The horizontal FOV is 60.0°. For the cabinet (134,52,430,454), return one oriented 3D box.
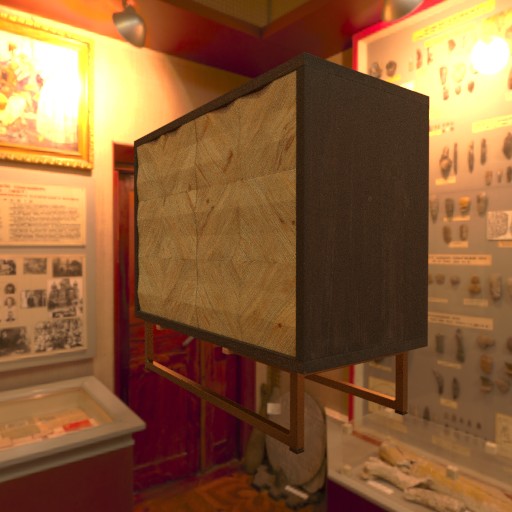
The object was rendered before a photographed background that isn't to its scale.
[{"bbox_3d":[0.000,0.000,1.438,0.451,0.860,0.950,-1,1,-36],"label":"cabinet"}]
